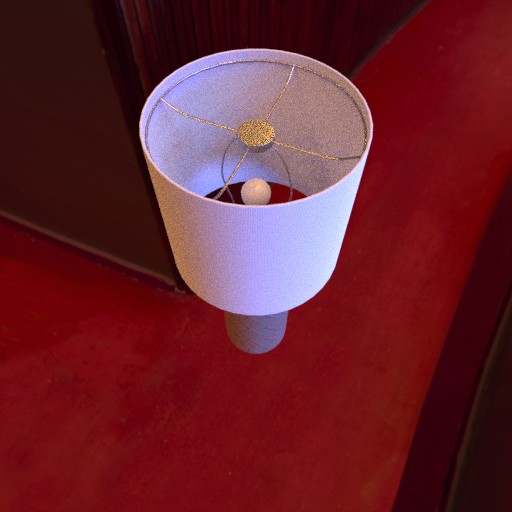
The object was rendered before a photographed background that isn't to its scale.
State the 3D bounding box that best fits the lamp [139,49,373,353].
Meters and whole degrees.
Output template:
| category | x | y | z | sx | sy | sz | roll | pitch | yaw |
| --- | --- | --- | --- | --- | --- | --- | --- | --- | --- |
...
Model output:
| category | x | y | z | sx | sy | sz | roll | pitch | yaw |
| --- | --- | --- | --- | --- | --- | --- | --- | --- | --- |
| lamp | 0.000 | 0.000 | 0.589 | 0.207 | 0.461 | 0.207 | 20 | 60 | 12 |
